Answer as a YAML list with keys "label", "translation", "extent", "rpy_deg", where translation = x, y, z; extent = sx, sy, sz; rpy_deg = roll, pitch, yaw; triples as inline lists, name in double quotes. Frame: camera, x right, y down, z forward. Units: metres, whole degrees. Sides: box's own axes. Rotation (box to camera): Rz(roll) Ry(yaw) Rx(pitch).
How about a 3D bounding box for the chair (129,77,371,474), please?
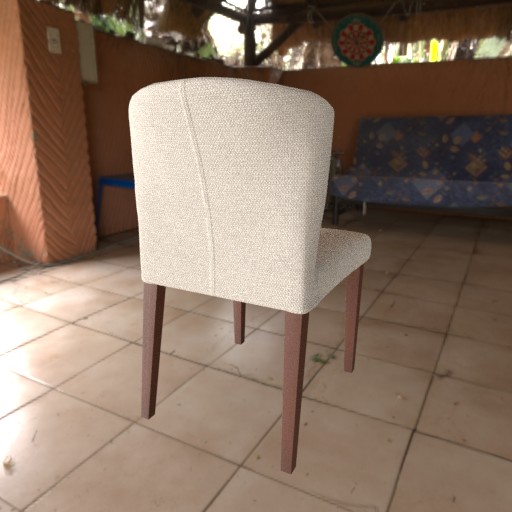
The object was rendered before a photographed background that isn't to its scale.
- label: "chair"
  translation: [0.000, 0.000, 1.187]
  extent: [0.491, 0.839, 0.589]
  rpy_deg: [8, 18, 27]
